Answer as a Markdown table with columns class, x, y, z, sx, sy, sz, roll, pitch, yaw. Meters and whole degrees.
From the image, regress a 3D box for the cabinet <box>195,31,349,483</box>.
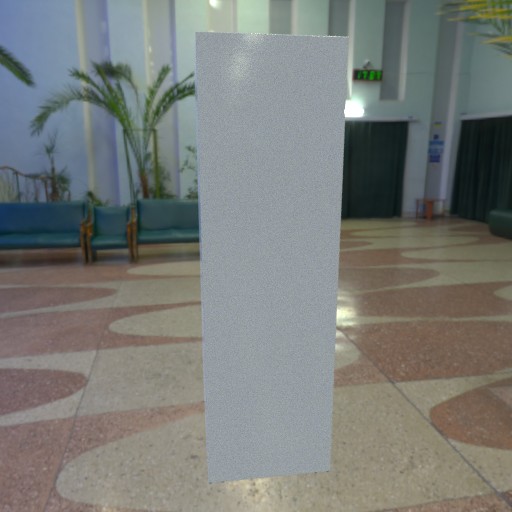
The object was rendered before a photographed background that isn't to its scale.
| class | x | y | z | sx | sy | sz | roll | pitch | yaw |
| --- | --- | --- | --- | --- | --- | --- | --- | --- | --- |
| cabinet | 0.000 | 0.000 | 2.341 | 0.580 | 1.920 | 0.980 | -2 | 13 | -8 |
